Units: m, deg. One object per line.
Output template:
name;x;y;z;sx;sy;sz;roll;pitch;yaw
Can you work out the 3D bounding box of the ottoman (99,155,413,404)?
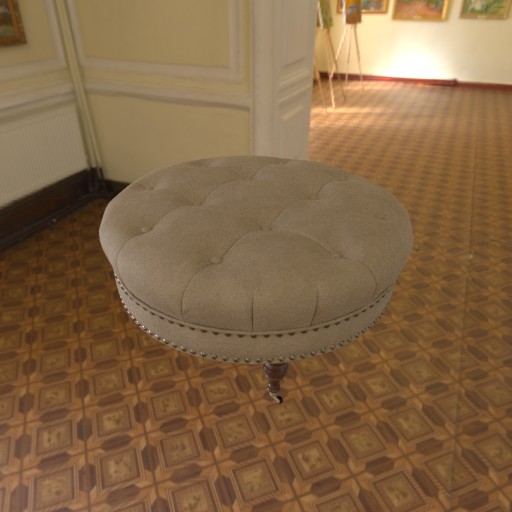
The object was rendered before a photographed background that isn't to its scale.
ottoman;0.000;0.000;1.397;0.901;0.439;0.901;0;32;0
